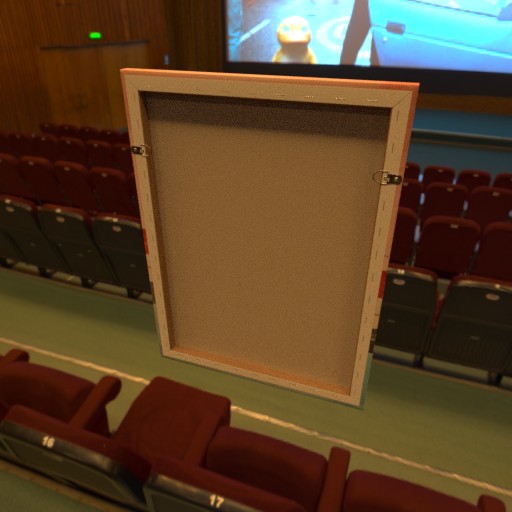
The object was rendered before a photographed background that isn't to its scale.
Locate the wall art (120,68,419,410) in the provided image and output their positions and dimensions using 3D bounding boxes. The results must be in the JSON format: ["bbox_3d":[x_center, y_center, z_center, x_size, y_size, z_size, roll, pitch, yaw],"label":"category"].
[{"bbox_3d":[0.000,0.000,1.337,0.761,1.016,0.039,10,31,17],"label":"wall art"}]
